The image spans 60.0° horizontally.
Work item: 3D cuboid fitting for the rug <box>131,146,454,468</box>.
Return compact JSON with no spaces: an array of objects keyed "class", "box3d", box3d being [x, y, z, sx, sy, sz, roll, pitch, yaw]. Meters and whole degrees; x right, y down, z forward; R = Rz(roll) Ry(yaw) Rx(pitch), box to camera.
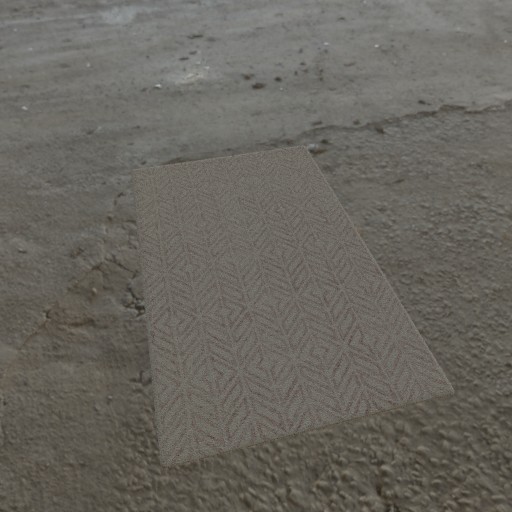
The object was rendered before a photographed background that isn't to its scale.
[{"class":"rug","box3d":[0.000,0.000,2.993,1.523,0.008,2.438,-10,47,-10]}]
